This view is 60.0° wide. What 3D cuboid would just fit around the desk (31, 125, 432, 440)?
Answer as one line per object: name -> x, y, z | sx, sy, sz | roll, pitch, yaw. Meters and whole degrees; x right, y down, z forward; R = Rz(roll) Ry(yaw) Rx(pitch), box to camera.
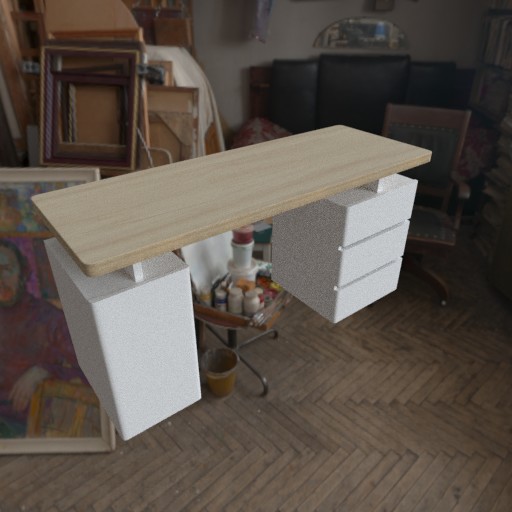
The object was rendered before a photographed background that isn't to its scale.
desk -> 0.000, 0.000, 1.886 | 1.500, 0.755, 0.550 | -22, 37, -31
